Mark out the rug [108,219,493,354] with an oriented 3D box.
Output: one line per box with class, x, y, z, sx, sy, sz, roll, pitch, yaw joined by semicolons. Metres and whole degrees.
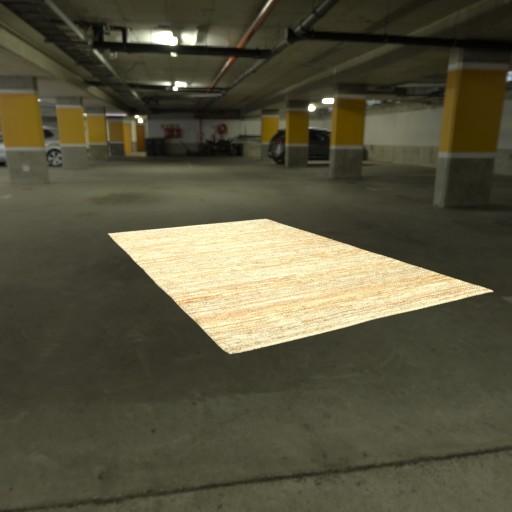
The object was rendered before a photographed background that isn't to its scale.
rug;0.000;0.000;3.019;1.529;0.009;2.446;-8;17;-27
